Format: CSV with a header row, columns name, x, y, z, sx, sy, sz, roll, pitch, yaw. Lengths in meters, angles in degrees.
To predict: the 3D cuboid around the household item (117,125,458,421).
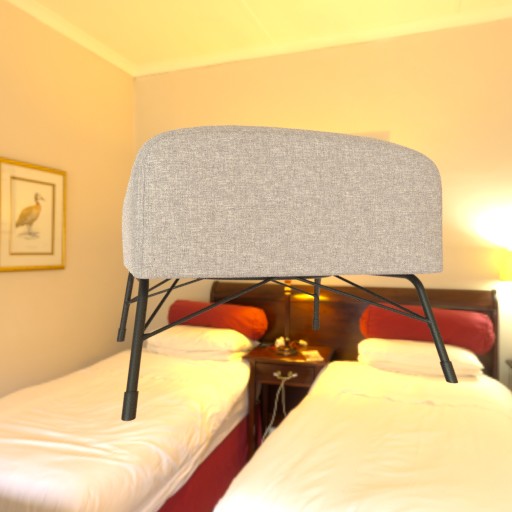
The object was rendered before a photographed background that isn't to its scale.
name,x,y,z,sx,sy,sz,roll,pitch,yaw
household item,0.000,0.000,0.890,0.530,0.410,0.530,0,1,-18
